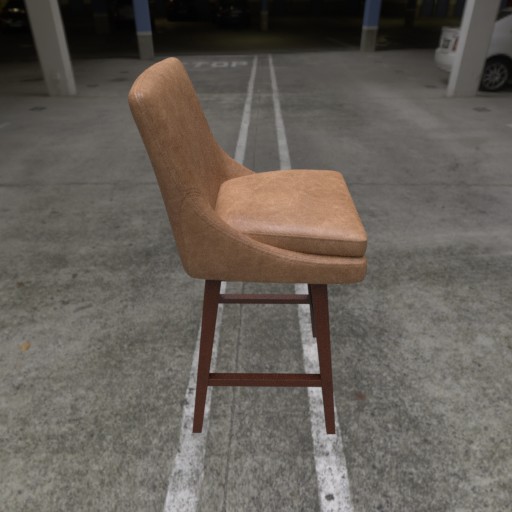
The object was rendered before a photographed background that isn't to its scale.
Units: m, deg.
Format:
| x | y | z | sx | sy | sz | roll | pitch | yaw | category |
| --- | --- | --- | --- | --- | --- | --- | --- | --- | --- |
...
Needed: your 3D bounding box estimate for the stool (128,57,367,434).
| x | y | z | sx | sy | sz | roll | pitch | yaw | category |
| --- | --- | --- | --- | --- | --- | --- | --- | --- | --- |
| 0.000 | 0.000 | 1.374 | 0.572 | 1.079 | 0.487 | 0 | 33 | 0 | stool |
